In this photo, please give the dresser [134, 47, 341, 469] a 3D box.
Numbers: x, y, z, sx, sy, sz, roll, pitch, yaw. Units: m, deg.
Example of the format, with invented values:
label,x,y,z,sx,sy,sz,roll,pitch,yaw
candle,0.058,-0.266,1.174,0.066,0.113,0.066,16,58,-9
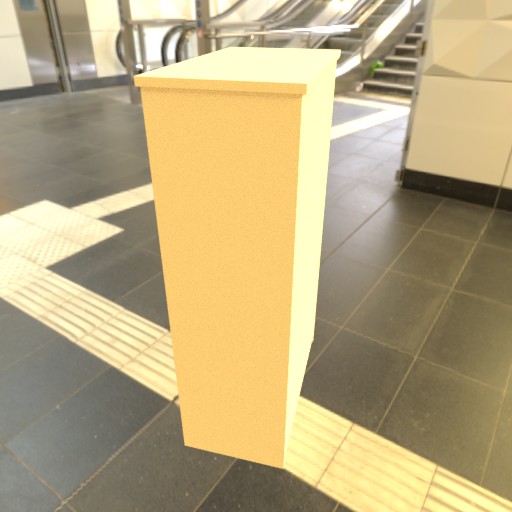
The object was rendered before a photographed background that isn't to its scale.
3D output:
label,x,y,z,sx,sy,sz,roll,pitch,yaw
dresser,0.000,0.000,1.543,0.399,1.255,0.704,8,31,13
